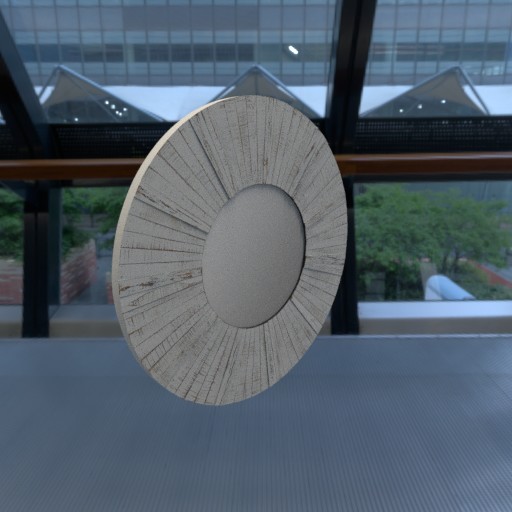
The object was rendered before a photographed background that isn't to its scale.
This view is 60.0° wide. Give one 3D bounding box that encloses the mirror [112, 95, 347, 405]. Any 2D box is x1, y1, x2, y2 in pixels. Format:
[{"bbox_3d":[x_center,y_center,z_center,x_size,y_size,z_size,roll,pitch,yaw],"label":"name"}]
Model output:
[{"bbox_3d":[0.000,0.000,1.341,0.914,0.914,0.038,-14,20,-43],"label":"mirror"}]
